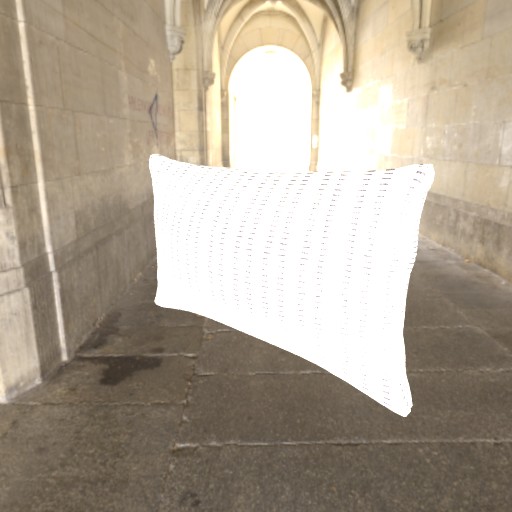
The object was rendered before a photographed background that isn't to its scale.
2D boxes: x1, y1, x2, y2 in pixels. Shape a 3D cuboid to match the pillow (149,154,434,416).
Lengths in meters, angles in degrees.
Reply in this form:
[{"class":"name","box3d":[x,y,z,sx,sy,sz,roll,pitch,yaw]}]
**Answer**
[{"class":"pillow","box3d":[0.000,0.000,0.811,0.640,0.353,0.210,14,20,43]}]
